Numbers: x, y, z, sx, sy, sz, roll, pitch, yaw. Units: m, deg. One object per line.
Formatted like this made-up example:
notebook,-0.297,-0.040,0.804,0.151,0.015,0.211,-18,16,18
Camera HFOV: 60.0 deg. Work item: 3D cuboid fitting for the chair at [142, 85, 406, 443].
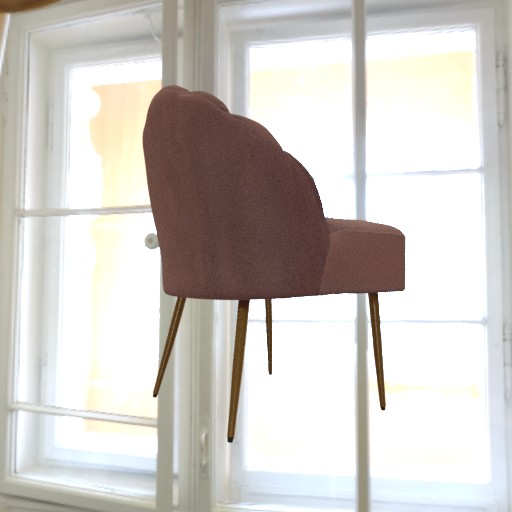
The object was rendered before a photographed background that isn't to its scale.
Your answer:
chair,0.000,0.000,1.254,0.599,0.819,0.657,2,-3,-35
